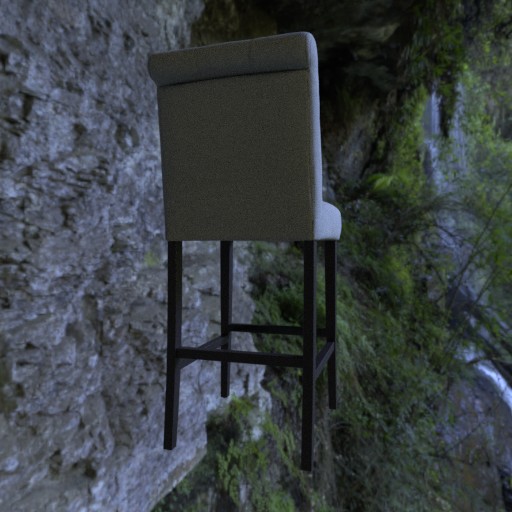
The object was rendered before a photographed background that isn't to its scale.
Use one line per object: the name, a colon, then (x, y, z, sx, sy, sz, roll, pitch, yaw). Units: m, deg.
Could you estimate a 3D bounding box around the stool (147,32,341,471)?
stool: (0.000, 0.000, 1.430, 0.493, 1.140, 0.601, 0, 1, 17)
